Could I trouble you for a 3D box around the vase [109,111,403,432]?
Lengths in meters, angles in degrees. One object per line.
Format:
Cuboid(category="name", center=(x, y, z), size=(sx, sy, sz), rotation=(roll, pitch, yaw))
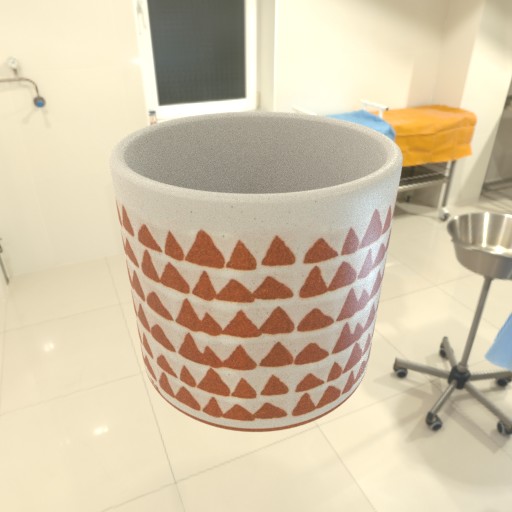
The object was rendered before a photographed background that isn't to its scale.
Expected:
Cuboid(category="vase", center=(0.000, 0.000, 0.245), size=(0.137, 0.127, 0.137), rotation=(0, 30, 0))
